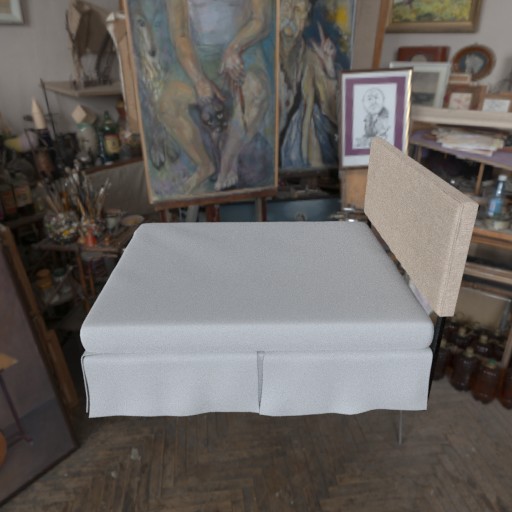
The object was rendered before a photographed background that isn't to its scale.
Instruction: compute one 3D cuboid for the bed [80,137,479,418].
[{"bbox_3d":[0.000,0.000,2.962,1.978,1.270,1.643,-1,26,-1],"label":"bed"}]
